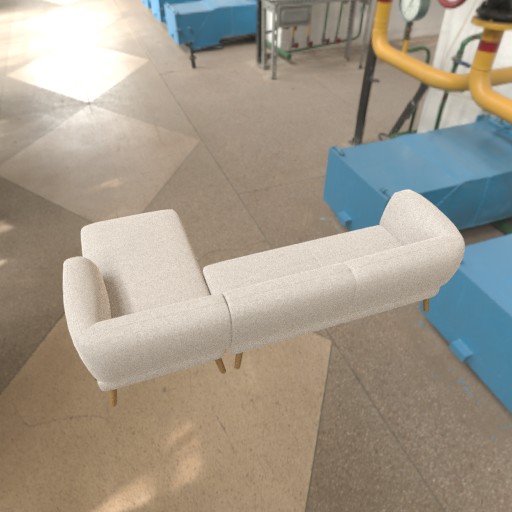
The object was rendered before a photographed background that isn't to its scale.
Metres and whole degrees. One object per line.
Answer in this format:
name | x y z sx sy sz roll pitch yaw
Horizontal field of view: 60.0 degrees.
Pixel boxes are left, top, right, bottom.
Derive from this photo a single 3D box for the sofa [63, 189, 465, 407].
sofa | 0.000 0.000 3.393 2.660 0.730 1.610 -13 42 -15
